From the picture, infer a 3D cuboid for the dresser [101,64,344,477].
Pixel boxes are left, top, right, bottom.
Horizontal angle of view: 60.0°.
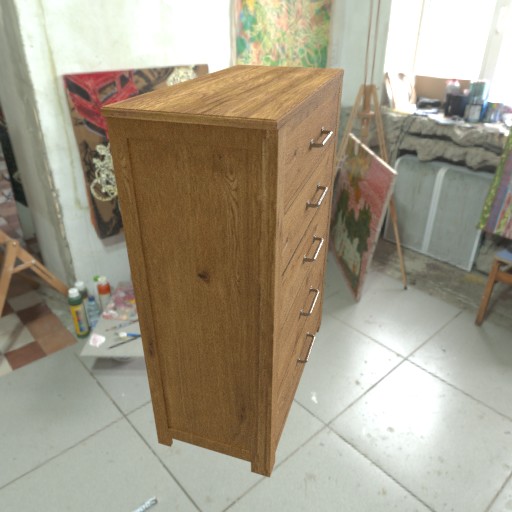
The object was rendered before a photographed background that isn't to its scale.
[{"bbox_3d":[0.000,0.000,1.955,0.558,1.431,1.081,9,31,16],"label":"dresser"}]
